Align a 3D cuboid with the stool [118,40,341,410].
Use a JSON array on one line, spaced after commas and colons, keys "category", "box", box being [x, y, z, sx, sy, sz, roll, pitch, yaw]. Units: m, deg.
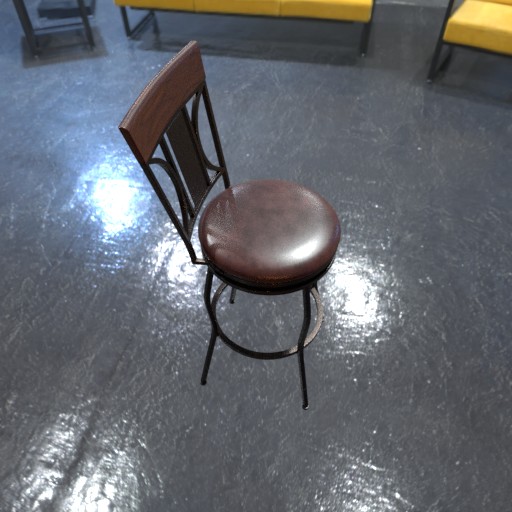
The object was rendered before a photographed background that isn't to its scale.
[{"category": "stool", "box": [0.000, 0.000, 1.430, 0.513, 1.130, 0.448, 10, 48, 9]}]
